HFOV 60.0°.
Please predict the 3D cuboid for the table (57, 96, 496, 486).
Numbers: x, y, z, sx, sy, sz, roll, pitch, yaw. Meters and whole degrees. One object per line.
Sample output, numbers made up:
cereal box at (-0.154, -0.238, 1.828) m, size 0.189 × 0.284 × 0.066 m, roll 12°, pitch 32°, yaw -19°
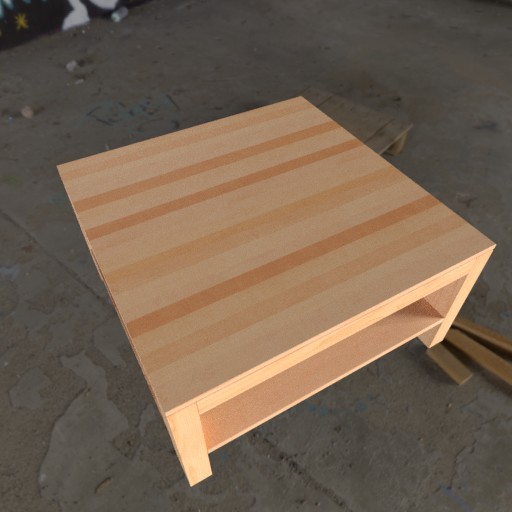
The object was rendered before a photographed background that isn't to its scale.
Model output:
table at (0.000, 0.000, 1.410) m, size 0.900 × 0.450 × 0.900 m, roll -22°, pitch 51°, yaw -20°
